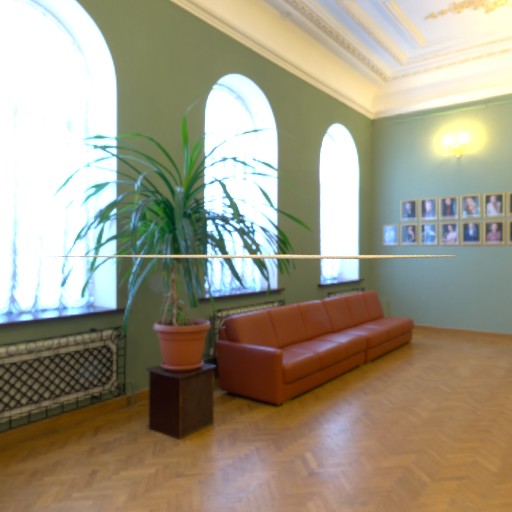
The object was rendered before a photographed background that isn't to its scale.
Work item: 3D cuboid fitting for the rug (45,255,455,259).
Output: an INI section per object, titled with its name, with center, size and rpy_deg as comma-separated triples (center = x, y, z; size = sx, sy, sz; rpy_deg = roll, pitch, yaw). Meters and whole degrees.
[rug]
center = 0.000, 0.000, 4.144
size = 3.009, 0.019, 2.423
rpy_deg = 0, 0, 35
